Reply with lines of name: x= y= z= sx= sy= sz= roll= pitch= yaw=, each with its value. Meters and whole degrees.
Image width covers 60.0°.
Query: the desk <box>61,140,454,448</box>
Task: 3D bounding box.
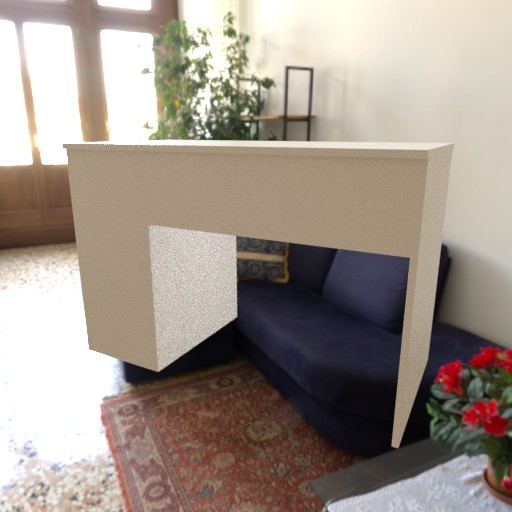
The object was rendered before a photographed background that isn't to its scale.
desk: x=0.000 y=0.000 z=1.488 sx=1.097 sy=0.735 sz=0.560 roll=8 pitch=18 yaw=27
